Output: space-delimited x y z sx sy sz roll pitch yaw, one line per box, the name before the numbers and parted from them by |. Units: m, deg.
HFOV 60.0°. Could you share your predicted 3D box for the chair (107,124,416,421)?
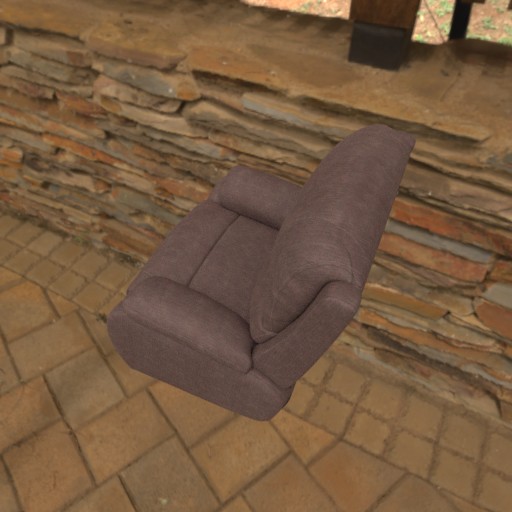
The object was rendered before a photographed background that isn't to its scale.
chair | 0.000 0.000 1.736 0.899 1.011 0.930 17 48 16
